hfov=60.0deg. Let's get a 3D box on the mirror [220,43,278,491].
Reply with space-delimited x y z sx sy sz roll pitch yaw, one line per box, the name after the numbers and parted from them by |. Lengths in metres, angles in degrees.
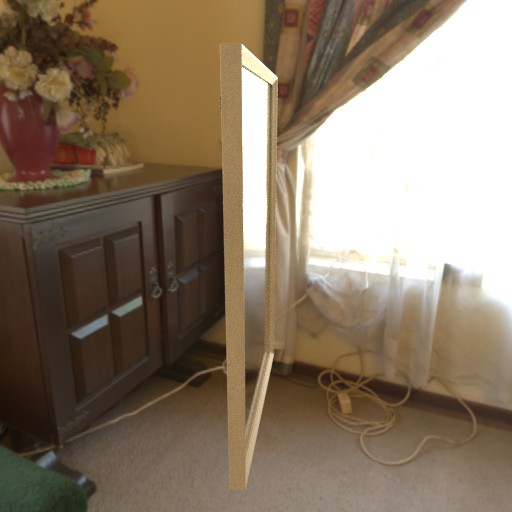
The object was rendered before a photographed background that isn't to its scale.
0.000 0.000 1.150 0.041 0.915 0.609 2 17 8 | mirror
